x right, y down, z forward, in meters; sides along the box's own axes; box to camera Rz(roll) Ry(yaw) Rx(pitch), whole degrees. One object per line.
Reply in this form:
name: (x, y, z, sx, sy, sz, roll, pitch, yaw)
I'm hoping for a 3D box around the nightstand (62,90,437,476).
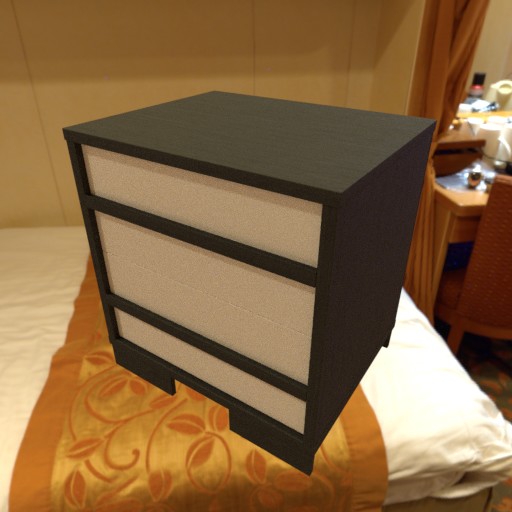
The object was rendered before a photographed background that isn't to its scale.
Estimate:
nightstand: (0.000, 0.000, 0.759, 0.427, 0.448, 0.347, 19, 35, 29)
